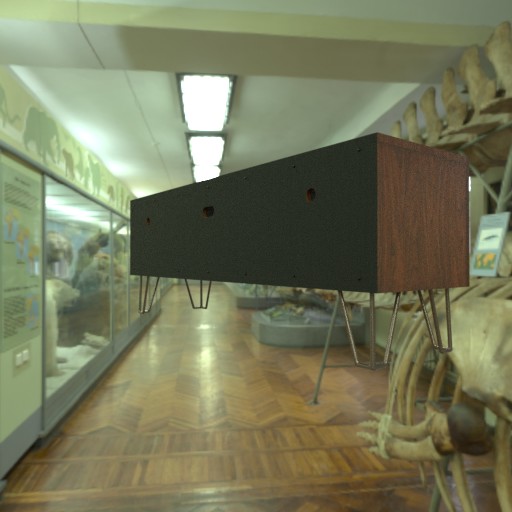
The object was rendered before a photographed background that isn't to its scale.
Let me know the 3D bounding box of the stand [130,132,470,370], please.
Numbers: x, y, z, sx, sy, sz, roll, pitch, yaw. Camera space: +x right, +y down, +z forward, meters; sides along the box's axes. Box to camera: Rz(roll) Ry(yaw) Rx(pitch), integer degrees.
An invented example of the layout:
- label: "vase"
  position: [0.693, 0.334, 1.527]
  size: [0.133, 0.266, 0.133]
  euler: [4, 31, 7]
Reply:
- label: "stand"
  position: [0.000, 0.000, 1.900]
  size: [0.481, 0.610, 1.626]
  euler: [0, -1, -37]
